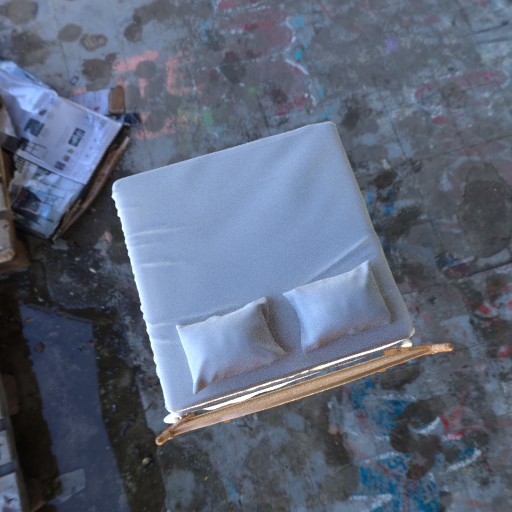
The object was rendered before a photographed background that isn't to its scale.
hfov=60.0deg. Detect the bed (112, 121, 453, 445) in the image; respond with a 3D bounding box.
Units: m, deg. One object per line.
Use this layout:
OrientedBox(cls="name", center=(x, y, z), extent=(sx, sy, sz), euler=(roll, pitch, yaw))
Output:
OrientedBox(cls="bed", center=(0.000, 0.000, 3.582), extent=(2.322, 1.355, 2.219), euler=(-17, 77, -4))
